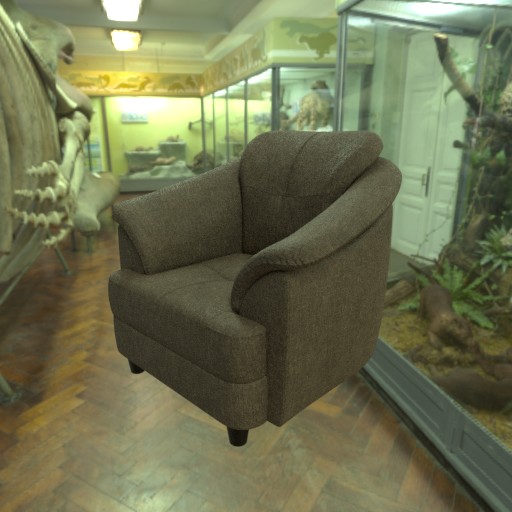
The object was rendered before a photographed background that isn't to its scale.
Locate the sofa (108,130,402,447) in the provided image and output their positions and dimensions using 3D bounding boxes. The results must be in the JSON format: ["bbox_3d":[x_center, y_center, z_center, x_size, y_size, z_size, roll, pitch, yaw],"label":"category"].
[{"bbox_3d":[0.000,0.000,1.491,0.870,0.811,0.794,15,22,43],"label":"sofa"}]
